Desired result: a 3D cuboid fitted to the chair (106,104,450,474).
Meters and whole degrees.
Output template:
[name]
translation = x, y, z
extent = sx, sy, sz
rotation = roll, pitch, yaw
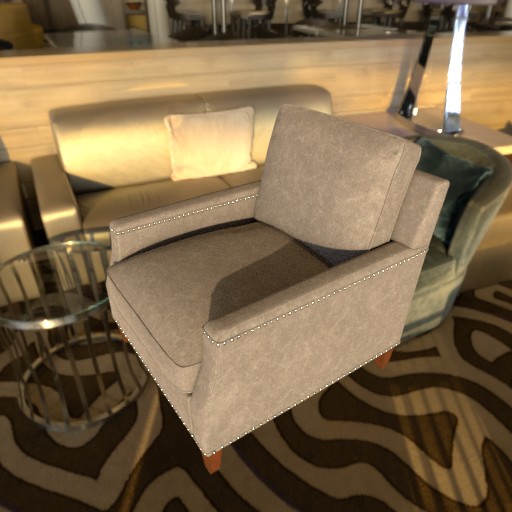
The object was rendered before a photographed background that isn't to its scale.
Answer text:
[chair]
translation = 0.000, 0.000, 1.700
extent = 1.014, 0.948, 0.853
rotation = -20, 36, -29
